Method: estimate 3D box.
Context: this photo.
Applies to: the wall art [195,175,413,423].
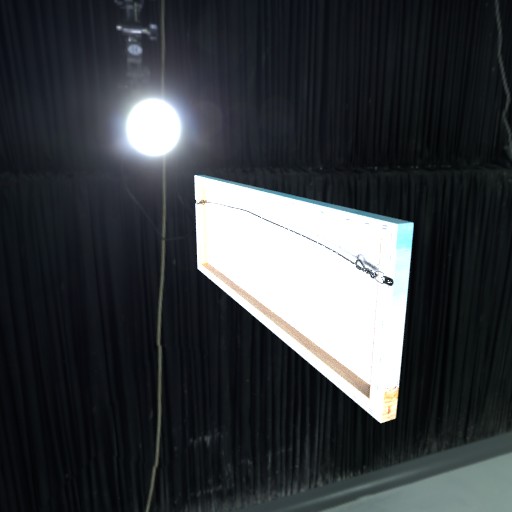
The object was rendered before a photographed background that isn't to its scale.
[{"bbox_3d":[0.000,0.000,0.853,0.044,0.254,0.759,-7,16,-24],"label":"wall art"}]
